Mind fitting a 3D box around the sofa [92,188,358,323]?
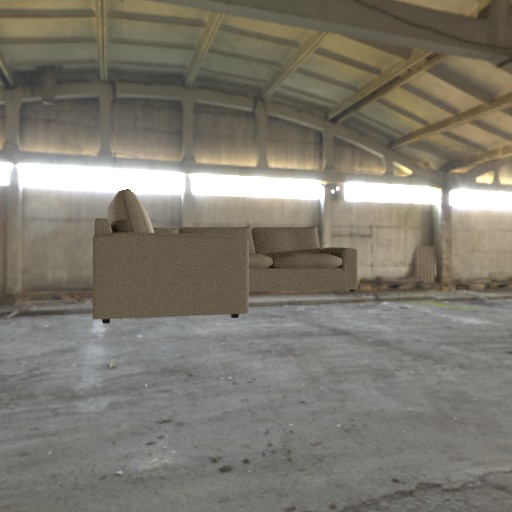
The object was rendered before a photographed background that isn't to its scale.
[{"bbox_3d":[0.000,0.000,4.767,3.206,0.918,3.066,0,-1,-18],"label":"sofa"}]
